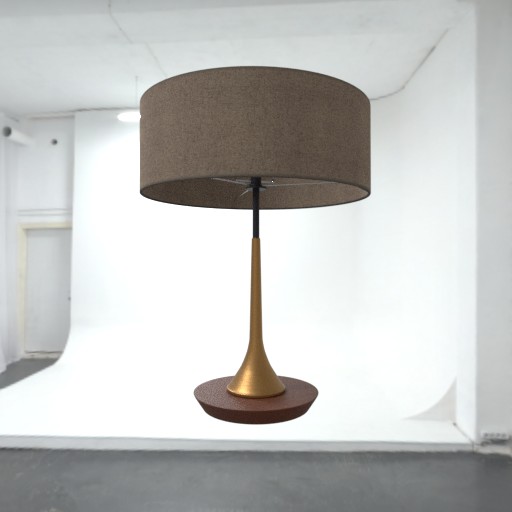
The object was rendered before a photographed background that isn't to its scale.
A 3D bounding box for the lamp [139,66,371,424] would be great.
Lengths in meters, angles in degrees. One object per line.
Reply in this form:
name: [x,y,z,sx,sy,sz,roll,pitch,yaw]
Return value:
lamp: [0.000,0.000,0.819,0.417,0.551,0.396,0,-1,-18]
